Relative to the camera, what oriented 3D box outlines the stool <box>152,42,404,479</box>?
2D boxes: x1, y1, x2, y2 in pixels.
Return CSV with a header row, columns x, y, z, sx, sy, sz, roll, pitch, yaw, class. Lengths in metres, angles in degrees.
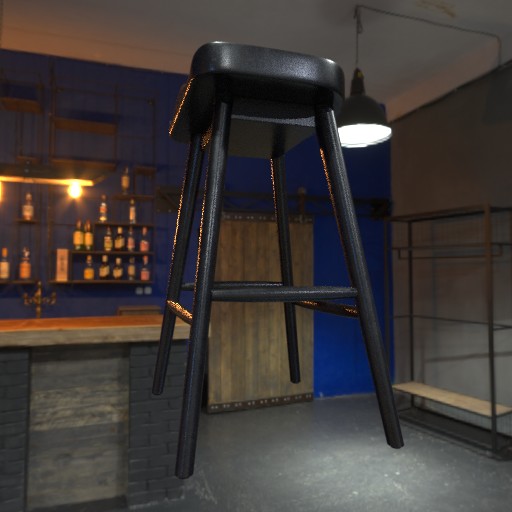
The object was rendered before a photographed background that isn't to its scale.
x,y,z,sx,sy,sz,roll,pitch,yaw,class
0.000,0.000,0.859,0.361,0.615,0.440,1,-2,-17,stool
